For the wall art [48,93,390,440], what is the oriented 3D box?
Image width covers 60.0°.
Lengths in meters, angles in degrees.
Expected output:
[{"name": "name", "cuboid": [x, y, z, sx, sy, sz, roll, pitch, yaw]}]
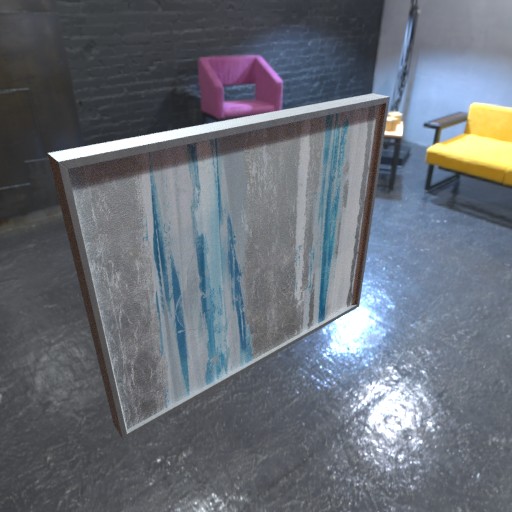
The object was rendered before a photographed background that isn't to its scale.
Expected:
[{"name": "wall art", "cuboid": [0.000, 0.000, 0.740, 0.557, 0.450, 0.037, -22, 37, -32]}]
